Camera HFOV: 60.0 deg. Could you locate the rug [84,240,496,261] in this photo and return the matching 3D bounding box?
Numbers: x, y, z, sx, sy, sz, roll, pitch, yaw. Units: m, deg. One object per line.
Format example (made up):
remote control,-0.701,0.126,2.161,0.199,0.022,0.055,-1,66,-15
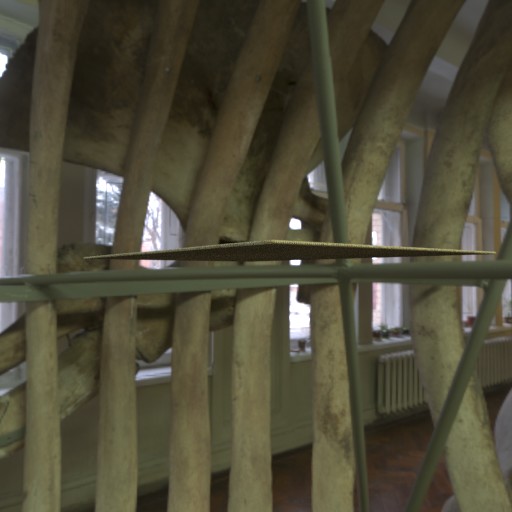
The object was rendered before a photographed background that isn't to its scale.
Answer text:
rug,0.000,0.000,2.282,1.240,0.010,1.824,1,-2,-36
